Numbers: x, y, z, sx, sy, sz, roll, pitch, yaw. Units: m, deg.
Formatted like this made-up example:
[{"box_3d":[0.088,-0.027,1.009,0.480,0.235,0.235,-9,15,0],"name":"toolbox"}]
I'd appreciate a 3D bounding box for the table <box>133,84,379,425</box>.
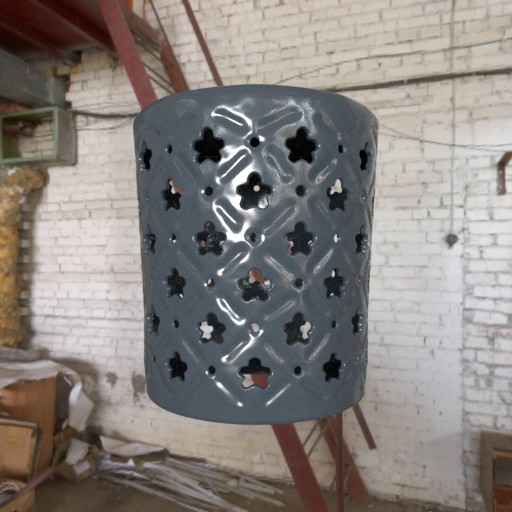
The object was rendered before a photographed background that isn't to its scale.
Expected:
[{"box_3d":[0.000,0.000,0.657,0.352,0.387,0.352,0,0,0],"name":"table"}]
